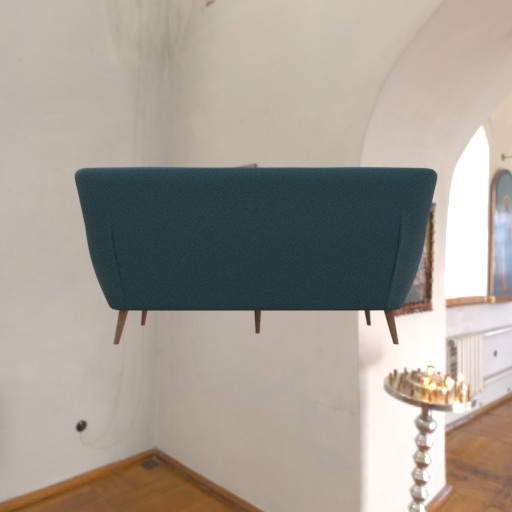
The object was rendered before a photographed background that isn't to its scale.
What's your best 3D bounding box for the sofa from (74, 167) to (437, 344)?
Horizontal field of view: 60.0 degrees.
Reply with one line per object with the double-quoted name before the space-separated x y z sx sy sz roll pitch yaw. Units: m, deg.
"sofa" 0.000 0.000 2.499 1.930 0.890 0.889 0 0 0
